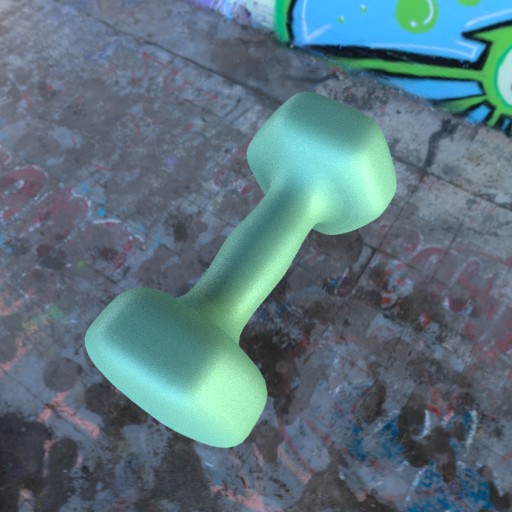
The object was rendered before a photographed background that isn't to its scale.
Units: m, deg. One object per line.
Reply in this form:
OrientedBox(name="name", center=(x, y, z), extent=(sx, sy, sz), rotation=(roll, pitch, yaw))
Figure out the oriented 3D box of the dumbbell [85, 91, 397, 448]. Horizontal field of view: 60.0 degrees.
OrientedBox(name="dumbbell", center=(0.000, 0.000, 0.329), extent=(0.129, 0.117, 0.260), rotation=(30, 65, 15))
